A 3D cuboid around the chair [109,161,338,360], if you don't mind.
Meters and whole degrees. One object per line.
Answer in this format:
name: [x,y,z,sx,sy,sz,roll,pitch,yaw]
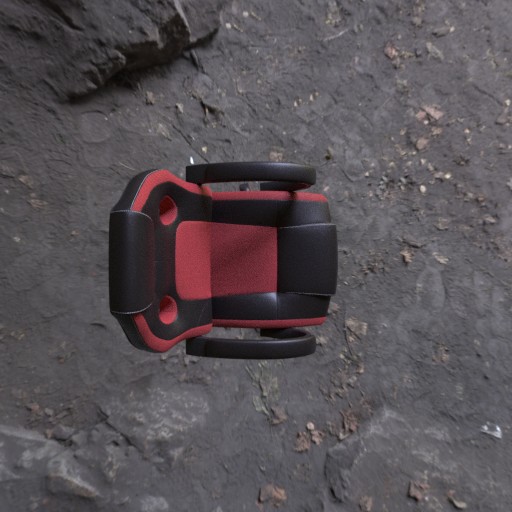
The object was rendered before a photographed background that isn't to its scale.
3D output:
chair: [0.000,0.000,1.708,0.783,1.189,0.750,0,90,-1]
